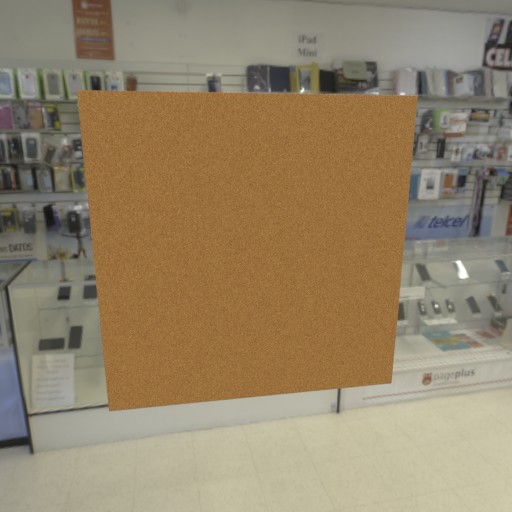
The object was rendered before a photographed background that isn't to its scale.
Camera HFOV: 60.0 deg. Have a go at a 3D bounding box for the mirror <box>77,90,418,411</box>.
[{"bbox_3d":[0.000,0.000,1.169,0.804,0.804,0.061,-3,16,-9],"label":"mirror"}]
